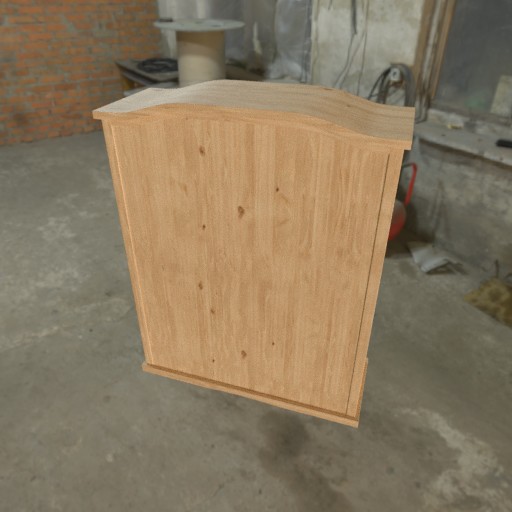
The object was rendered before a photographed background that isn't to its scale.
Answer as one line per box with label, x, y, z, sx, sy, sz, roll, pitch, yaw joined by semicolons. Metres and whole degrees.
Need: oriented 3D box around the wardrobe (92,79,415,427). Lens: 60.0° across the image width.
wardrobe;0.000;0.000;2.657;1.500;1.870;0.570;10;34;15
